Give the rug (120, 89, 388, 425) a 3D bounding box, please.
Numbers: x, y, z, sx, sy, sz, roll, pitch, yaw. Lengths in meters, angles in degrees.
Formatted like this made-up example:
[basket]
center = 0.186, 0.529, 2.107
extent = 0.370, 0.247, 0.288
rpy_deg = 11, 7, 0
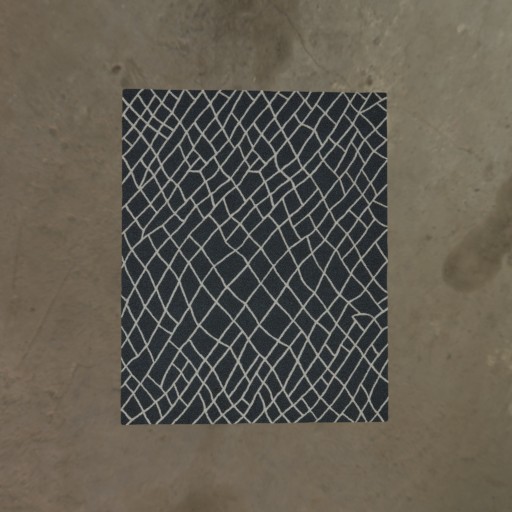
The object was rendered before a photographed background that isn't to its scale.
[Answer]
[rug]
center = 0.000, 0.000, 4.052
extent = 2.439, 0.022, 3.047
rpy_deg = 0, 89, -2
